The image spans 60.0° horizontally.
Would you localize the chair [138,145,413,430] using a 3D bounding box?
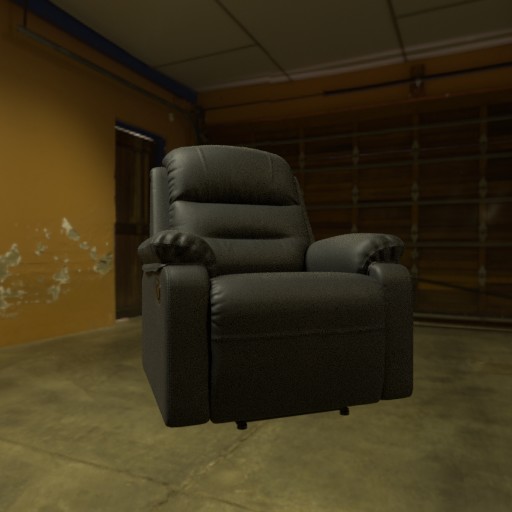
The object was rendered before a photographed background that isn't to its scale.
[{"bbox_3d":[0.000,0.000,1.685,0.855,0.992,0.919,0,0,-19],"label":"chair"}]
